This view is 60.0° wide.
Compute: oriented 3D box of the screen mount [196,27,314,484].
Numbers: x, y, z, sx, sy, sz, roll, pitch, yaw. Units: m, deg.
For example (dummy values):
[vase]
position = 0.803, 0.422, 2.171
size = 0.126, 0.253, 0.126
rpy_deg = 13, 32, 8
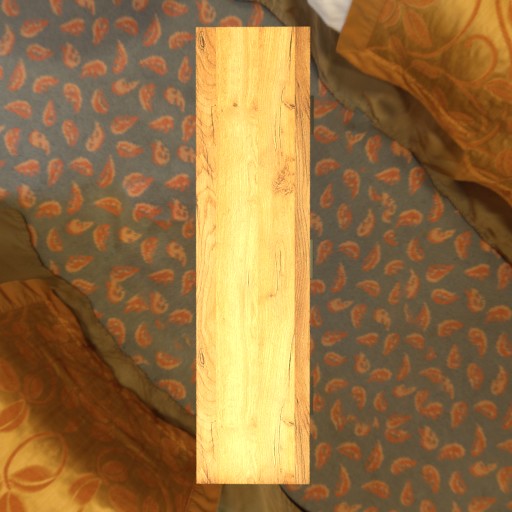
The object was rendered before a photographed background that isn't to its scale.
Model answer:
[screen mount]
position = 0.000, 0.000, 1.703
size = 0.395, 0.450, 1.524
rpy_deg = 0, 91, 1
